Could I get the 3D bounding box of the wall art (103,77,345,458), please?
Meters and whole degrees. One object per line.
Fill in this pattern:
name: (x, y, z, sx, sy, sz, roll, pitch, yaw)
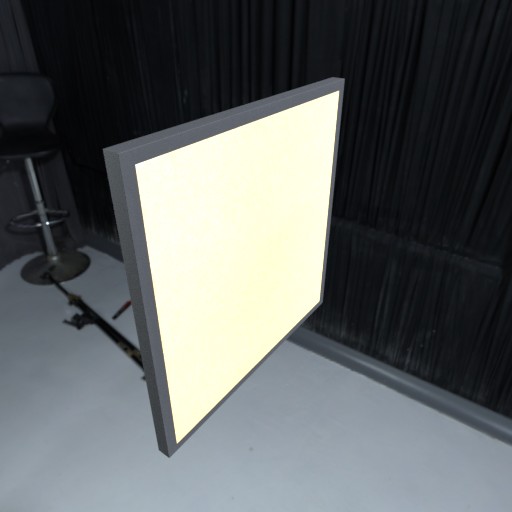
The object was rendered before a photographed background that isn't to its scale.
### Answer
wall art: (0.000, 0.000, 1.146, 0.037, 0.760, 0.762, 21, 37, 30)
